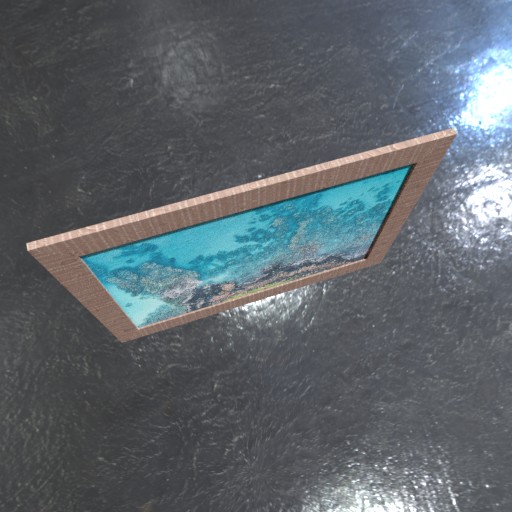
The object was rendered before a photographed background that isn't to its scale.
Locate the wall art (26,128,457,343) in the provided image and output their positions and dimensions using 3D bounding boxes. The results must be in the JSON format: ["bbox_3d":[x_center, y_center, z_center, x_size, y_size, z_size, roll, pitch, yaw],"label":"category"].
[{"bbox_3d":[0.000,0.000,1.382,1.056,0.761,0.020,-16,65,-8],"label":"wall art"}]
